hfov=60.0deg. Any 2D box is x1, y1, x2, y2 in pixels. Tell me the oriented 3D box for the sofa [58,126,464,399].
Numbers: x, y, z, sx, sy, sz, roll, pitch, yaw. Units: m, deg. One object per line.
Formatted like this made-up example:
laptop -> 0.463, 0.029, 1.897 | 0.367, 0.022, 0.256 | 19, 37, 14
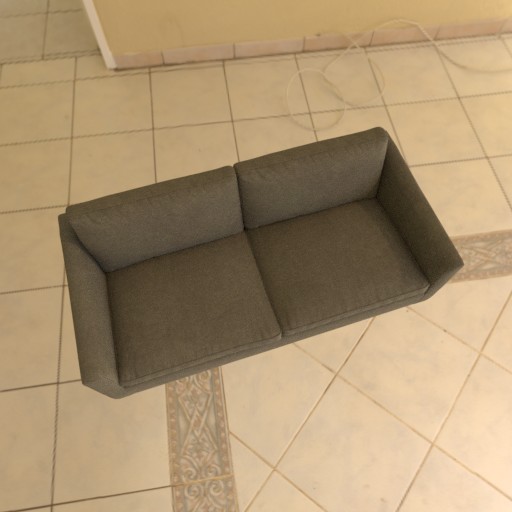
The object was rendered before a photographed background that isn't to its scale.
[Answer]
sofa -> 0.000, 0.000, 2.855 | 2.257, 0.838, 1.092 | -16, 65, -8
